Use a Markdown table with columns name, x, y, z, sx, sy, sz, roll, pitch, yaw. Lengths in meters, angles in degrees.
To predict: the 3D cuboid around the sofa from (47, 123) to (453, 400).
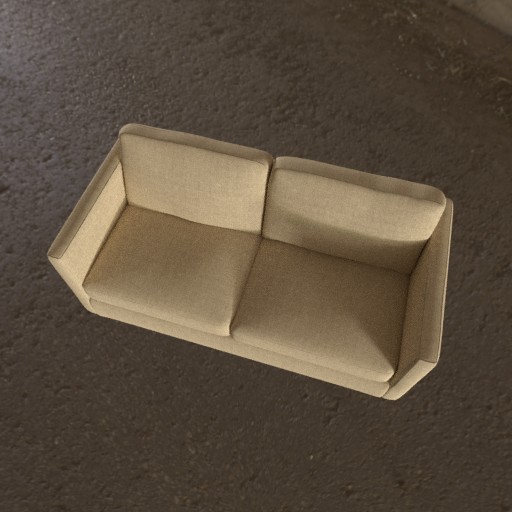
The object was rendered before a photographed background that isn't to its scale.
| name | x | y | z | sx | sy | sz | roll | pitch | yaw |
| --- | --- | --- | --- | --- | --- | --- | --- | --- | --- |
| sofa | 0.000 | 0.000 | 2.438 | 1.884 | 0.963 | 0.950 | 14 | 60 | 8 |
